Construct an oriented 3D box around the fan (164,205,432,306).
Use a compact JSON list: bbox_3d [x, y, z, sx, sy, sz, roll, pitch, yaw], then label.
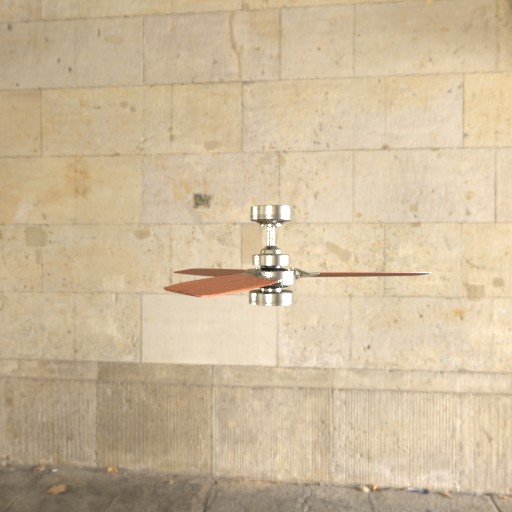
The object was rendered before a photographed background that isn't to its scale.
[{"bbox_3d":[0.000,0.000,1.993,1.416,0.410,1.271,0,1,-37],"label":"fan"}]
